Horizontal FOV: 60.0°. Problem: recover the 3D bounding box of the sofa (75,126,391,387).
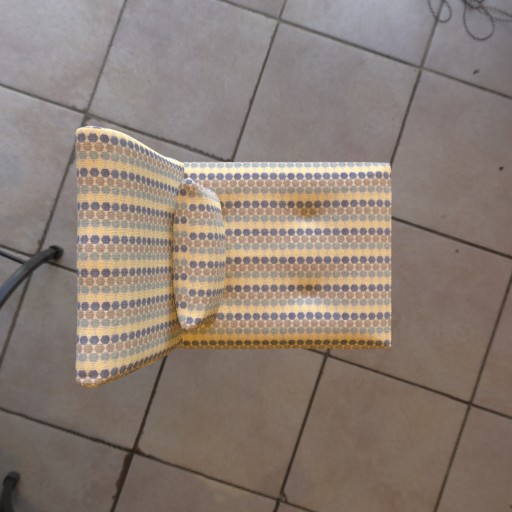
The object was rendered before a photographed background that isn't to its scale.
[{"bbox_3d":[0.000,0.000,1.527,1.000,0.820,0.700,0,90,0],"label":"sofa"}]
